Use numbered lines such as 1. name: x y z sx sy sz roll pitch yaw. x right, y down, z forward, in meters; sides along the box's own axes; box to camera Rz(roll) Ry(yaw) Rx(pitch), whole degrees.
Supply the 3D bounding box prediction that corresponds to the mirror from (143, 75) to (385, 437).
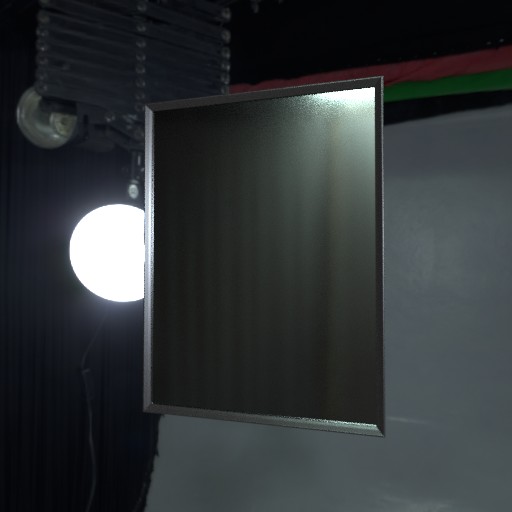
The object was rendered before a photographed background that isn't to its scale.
1. mirror: 0.000 0.000 1.371 0.762 1.016 0.041 0 -1 17
